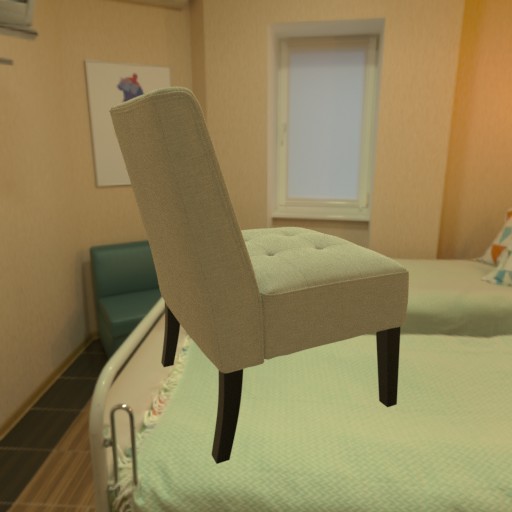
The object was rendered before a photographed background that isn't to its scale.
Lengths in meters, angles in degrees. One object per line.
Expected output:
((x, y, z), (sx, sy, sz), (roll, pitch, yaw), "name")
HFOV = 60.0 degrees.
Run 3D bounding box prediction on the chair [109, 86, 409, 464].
((0.000, 0.000, 1.276), (0.676, 0.853, 0.569), (-7, 17, -24), "chair")
